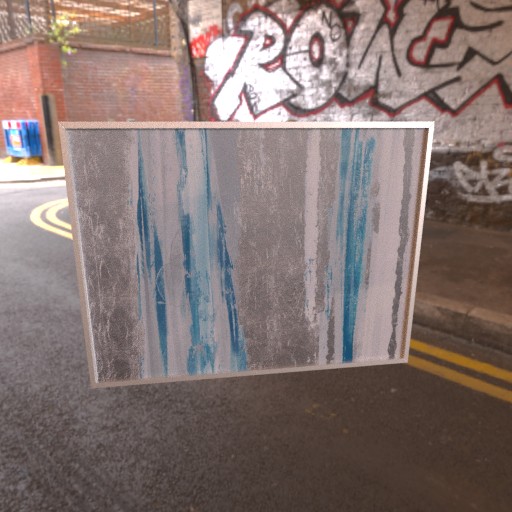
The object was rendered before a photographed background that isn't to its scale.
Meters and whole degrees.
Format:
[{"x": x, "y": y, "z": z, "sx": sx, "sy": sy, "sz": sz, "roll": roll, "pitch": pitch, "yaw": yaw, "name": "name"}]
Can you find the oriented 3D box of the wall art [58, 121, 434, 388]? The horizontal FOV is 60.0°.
[{"x": 0.000, "y": 0.000, "z": 1.382, "sx": 1.056, "sy": 0.801, "sz": 0.066, "roll": -2, "pitch": 17, "yaw": -8, "name": "wall art"}]
